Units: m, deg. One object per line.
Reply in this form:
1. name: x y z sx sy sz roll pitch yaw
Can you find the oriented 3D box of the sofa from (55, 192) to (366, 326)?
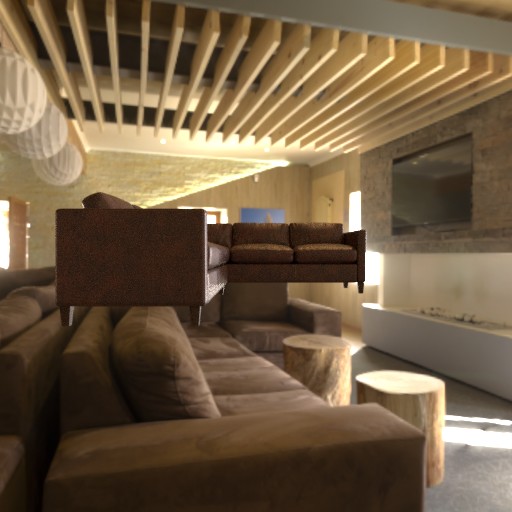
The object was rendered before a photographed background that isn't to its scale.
1. sofa: 0.000 0.000 4.213 2.438 0.836 3.152 0 0 0
